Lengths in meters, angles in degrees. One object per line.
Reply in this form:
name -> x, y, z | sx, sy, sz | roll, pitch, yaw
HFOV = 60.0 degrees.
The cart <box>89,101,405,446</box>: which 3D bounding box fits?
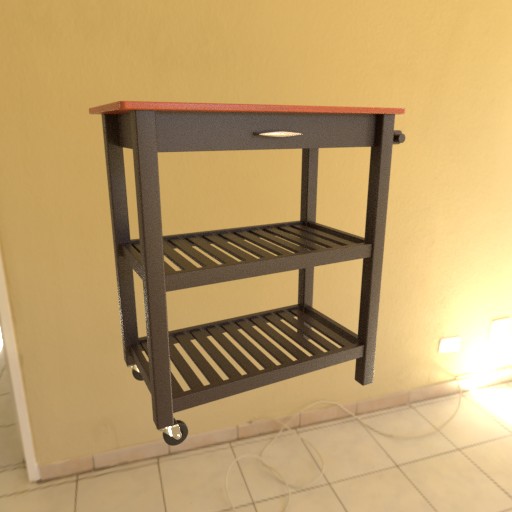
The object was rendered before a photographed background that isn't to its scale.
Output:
cart -> 0.000, 0.000, 1.468 | 0.899, 0.927, 0.457 | -8, 18, -27
